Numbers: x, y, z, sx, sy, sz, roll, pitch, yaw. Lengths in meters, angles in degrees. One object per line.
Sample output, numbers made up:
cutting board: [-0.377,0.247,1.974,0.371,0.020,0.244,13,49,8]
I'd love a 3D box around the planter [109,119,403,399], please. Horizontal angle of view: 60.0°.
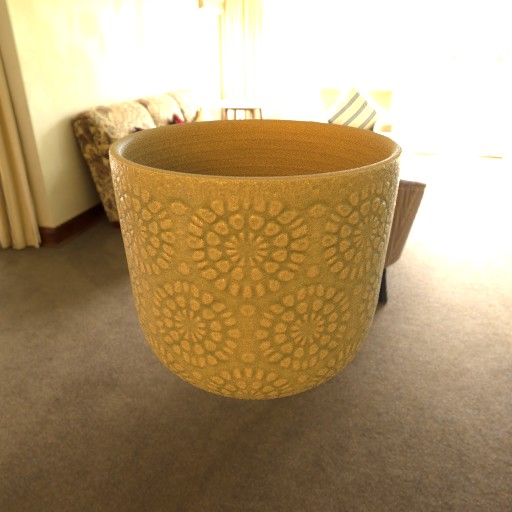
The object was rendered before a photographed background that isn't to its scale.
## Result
planter: [0.000,0.000,0.298,0.169,0.153,0.169,0,26,0]
